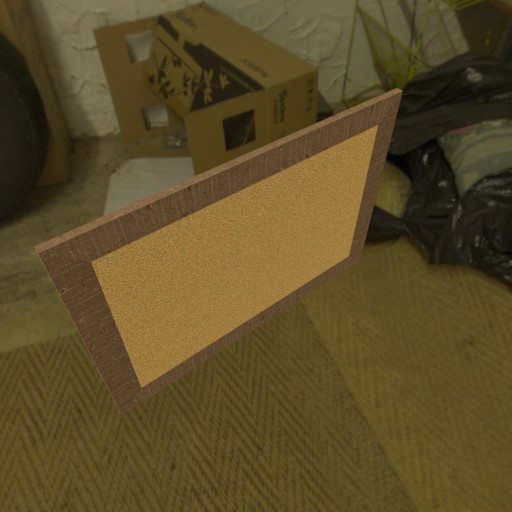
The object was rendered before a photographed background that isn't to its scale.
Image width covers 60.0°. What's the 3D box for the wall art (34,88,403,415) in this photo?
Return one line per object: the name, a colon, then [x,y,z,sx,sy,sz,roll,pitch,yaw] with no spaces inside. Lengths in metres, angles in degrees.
wall art: [0.000,0.000,1.150,0.917,0.626,0.019,-29,53,-25]
